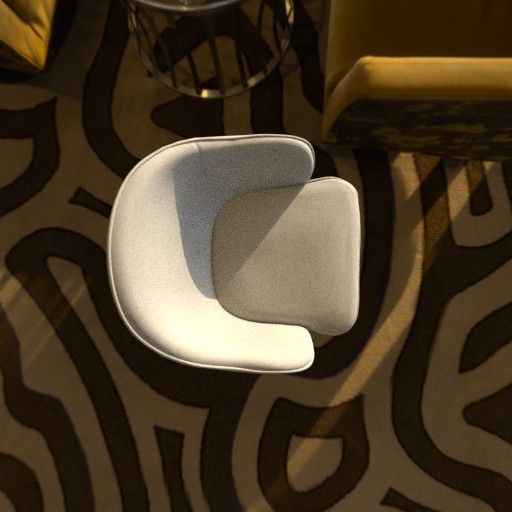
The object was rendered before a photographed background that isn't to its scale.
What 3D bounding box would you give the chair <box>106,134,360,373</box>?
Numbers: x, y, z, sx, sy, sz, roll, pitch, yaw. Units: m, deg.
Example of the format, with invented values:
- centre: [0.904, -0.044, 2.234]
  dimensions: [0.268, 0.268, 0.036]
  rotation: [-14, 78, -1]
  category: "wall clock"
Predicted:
- centre: [0.000, 0.000, 1.277]
  dimensions: [0.592, 0.817, 0.570]
  rotation: [0, 89, 0]
  category: "chair"
